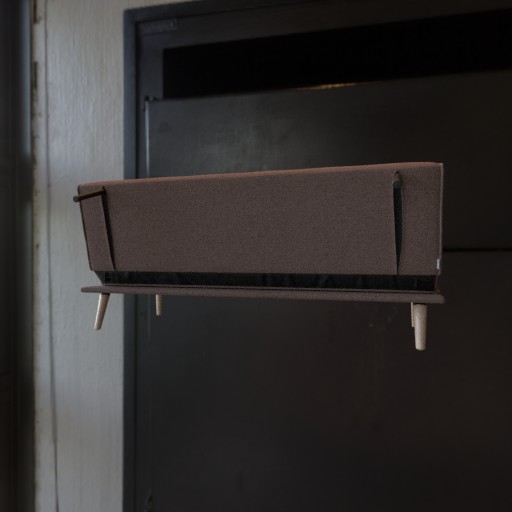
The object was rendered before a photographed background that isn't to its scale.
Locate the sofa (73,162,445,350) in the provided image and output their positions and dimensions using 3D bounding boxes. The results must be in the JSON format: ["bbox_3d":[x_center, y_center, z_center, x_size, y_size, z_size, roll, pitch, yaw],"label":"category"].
[{"bbox_3d":[0.000,0.000,2.366,1.820,0.810,1.038,0,0,18],"label":"sofa"}]
